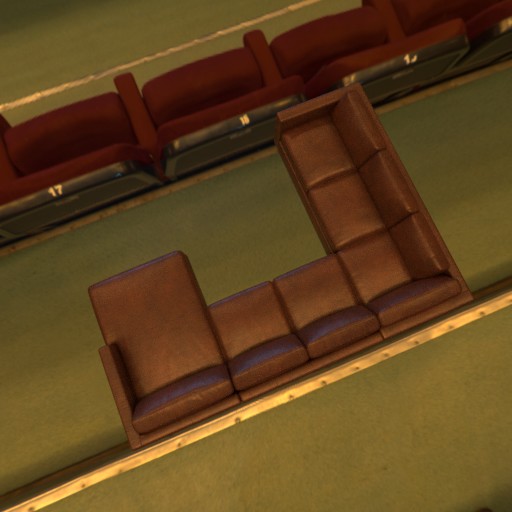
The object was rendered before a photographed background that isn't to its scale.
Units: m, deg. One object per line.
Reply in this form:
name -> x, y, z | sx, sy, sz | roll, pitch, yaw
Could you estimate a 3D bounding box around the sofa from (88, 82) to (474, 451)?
sofa -> 0.000, 0.000, 4.432 | 3.324, 0.891, 2.452 | -22, 78, -5
